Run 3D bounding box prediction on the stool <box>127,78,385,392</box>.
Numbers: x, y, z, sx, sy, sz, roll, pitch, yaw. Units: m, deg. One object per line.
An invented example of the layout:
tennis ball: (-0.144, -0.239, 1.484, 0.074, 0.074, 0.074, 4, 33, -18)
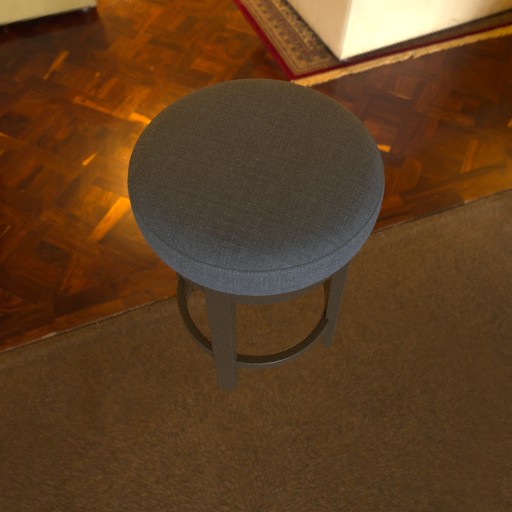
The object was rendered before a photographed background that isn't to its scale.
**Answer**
stool: (0.000, 0.000, 0.987, 0.449, 0.655, 0.449, 0, 59, 0)
